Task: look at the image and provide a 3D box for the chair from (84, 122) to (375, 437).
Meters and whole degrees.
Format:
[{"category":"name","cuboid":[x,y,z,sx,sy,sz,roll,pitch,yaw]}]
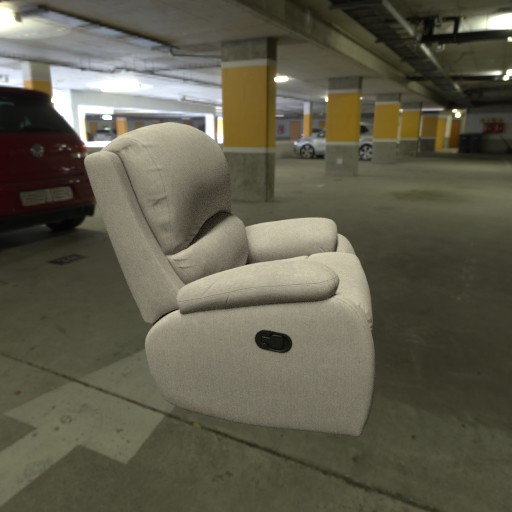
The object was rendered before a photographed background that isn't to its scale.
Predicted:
[{"category":"chair","cuboid":[0.000,0.000,1.748,0.899,1.011,0.930,3,16,9]}]
